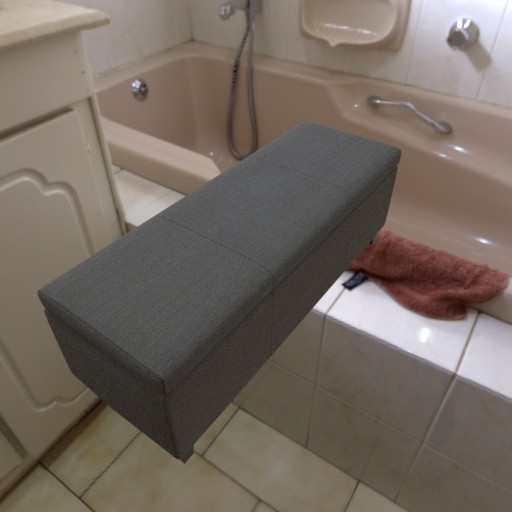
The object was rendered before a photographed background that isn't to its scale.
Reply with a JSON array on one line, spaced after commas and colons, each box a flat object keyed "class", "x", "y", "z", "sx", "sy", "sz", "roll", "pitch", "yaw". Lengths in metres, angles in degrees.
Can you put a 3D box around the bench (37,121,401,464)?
[{"class": "bench", "x": 0.000, "y": 0.000, "z": 1.495, "sx": 0.446, "sy": 0.438, "sz": 1.269, "roll": 26, "pitch": 47, "yaw": 27}]
